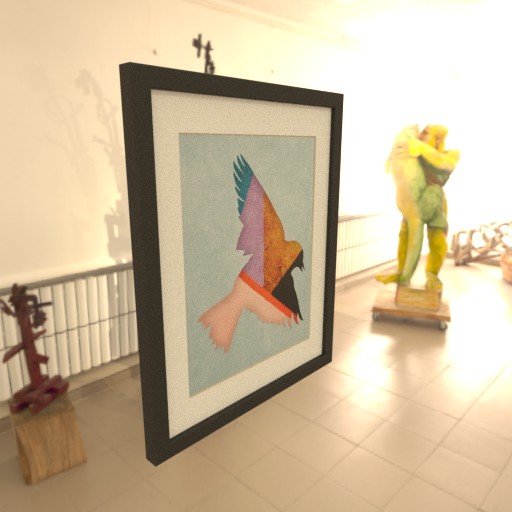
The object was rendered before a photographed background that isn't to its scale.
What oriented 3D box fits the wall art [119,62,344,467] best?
[{"bbox_3d":[0.000,0.000,0.758,0.028,0.558,0.457,13,19,42],"label":"wall art"}]
